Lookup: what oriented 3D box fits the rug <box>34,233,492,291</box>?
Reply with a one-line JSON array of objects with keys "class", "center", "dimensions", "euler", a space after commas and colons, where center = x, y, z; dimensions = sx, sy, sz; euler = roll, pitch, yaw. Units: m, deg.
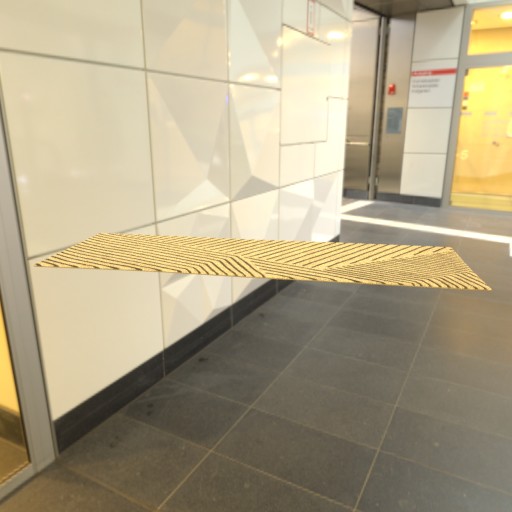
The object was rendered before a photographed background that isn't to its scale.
[{"class": "rug", "center": [0.000, 0.000, 2.691], "dimensions": [2.439, 0.020, 0.773], "euler": [3, 17, 9]}]
